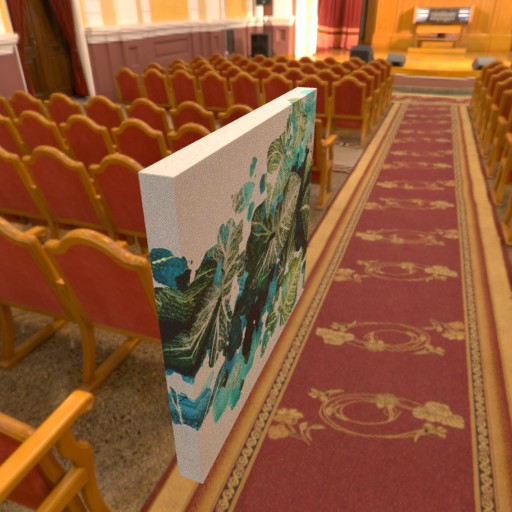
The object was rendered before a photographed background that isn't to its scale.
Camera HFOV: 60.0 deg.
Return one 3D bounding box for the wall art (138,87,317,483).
[{"bbox_3d":[0.000,0.000,0.706,0.041,0.435,0.507,11,31,18],"label":"wall art"}]
